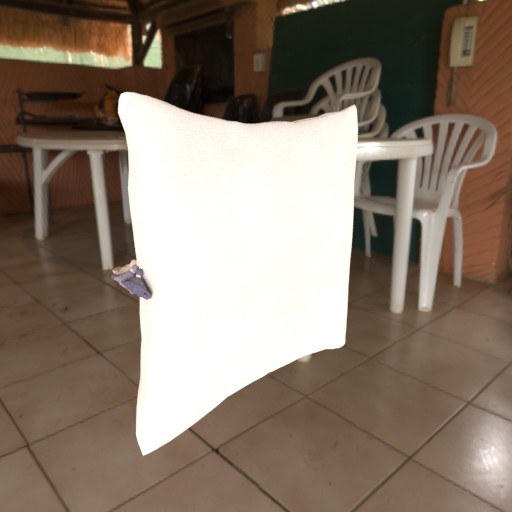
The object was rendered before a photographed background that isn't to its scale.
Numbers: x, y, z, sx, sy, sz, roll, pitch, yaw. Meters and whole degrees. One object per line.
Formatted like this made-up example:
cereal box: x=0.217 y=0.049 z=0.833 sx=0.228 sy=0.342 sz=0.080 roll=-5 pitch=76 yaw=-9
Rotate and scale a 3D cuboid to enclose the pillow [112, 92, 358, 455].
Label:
pillow: x=0.000 y=0.000 z=0.723 sx=0.489 sy=0.481 sz=0.165 roll=-15 pitch=22 yaw=-42
